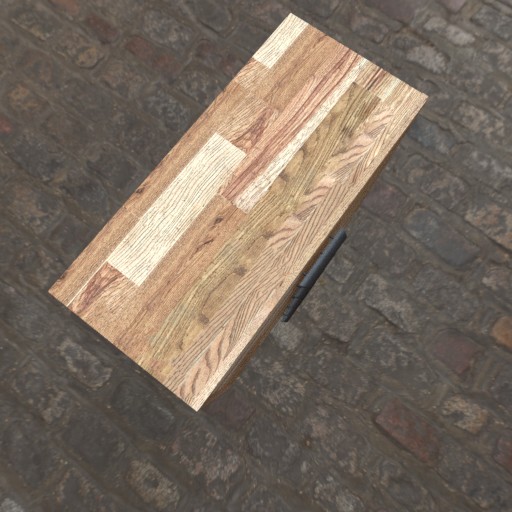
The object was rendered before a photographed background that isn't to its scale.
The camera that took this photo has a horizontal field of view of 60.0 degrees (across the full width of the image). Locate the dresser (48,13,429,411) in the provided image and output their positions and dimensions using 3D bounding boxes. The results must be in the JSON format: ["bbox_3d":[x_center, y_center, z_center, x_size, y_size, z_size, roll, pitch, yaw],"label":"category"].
[{"bbox_3d":[0.000,0.000,1.685,0.480,1.243,0.966,36,78,8],"label":"dresser"}]
